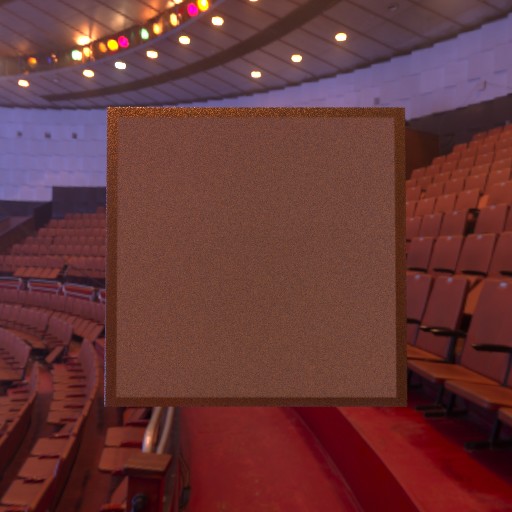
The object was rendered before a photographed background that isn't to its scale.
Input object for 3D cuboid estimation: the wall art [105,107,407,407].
[{"bbox_3d":[0.000,0.000,1.143,0.762,0.760,0.037,0,-1,0],"label":"wall art"}]
